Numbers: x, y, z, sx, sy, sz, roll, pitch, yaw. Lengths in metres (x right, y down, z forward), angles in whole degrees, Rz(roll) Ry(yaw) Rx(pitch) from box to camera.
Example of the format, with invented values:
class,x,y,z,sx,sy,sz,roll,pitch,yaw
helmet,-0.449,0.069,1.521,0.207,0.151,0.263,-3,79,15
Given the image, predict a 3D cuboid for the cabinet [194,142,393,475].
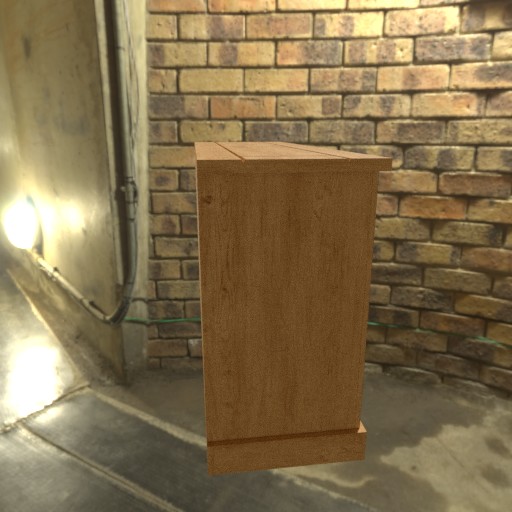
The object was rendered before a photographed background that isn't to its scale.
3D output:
class,x,y,z,sx,sy,sz,roll,pitch,yaw
cabinet,0.000,0.000,1.697,0.432,0.810,1.321,-2,16,-7
